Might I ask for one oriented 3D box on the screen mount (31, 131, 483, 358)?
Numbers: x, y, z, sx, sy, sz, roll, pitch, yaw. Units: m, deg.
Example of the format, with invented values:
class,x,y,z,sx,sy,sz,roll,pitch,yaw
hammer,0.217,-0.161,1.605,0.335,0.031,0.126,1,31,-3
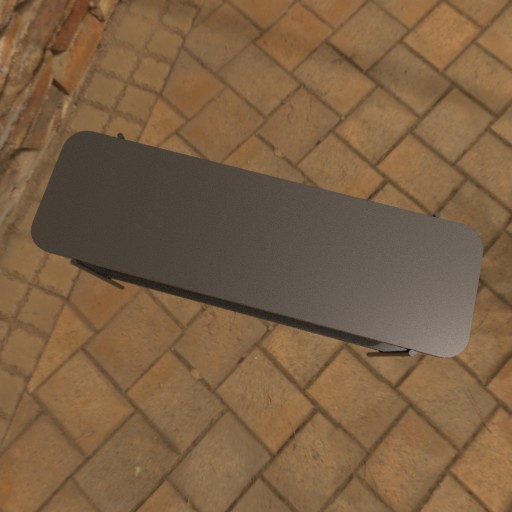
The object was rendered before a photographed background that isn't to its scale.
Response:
class,x,y,z,sx,sy,sz,roll,pitch,yaw
screen mount,0.000,0.000,1.417,1.200,0.447,0.400,15,77,3
